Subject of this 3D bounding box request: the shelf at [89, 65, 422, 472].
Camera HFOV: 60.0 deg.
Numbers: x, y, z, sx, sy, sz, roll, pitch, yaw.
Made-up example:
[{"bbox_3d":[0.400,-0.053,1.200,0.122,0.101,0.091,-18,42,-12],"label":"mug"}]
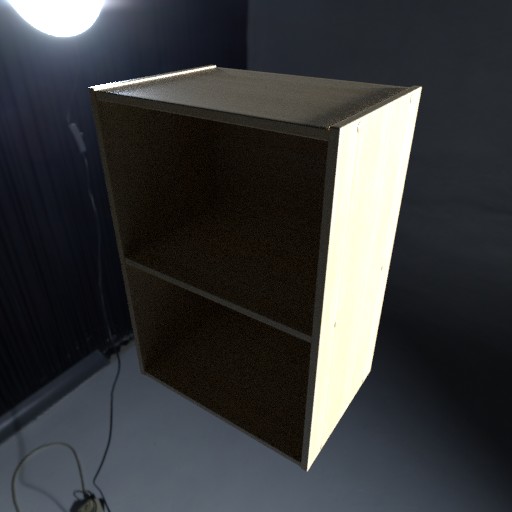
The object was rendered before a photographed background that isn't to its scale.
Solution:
[{"bbox_3d":[0.000,0.000,0.818,0.414,0.592,0.290,19,36,29],"label":"shelf"}]
